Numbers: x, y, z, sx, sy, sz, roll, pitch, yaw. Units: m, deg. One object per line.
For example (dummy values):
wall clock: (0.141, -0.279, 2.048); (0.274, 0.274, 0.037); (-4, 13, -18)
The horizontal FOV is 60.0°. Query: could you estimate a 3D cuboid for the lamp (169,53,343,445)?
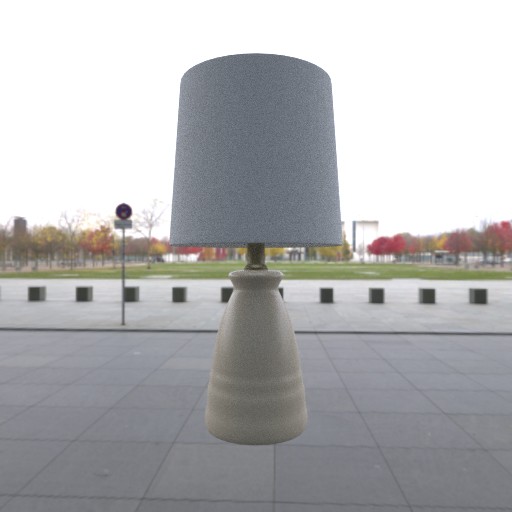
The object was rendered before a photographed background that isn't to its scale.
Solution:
lamp: (0.000, 0.000, 0.484); (0.186, 0.369, 0.186); (0, 0, 0)
